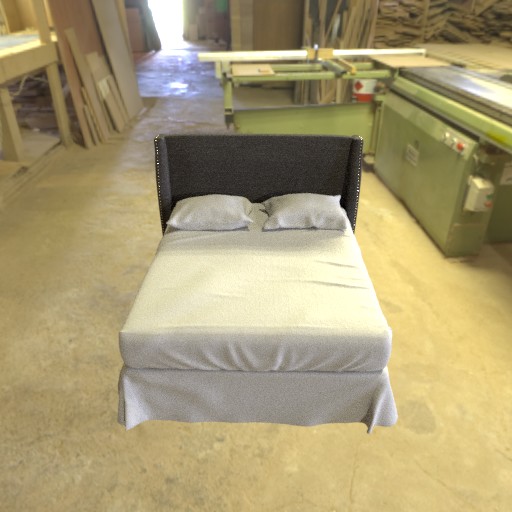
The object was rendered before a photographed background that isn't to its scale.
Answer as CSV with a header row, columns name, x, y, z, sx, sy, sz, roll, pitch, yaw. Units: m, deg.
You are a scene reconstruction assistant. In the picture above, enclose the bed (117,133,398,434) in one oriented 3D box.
name,x,y,z,sx,sy,sz,roll,pitch,yaw
bed,0.000,0.000,3.477,1.925,1.332,2.276,1,30,1
